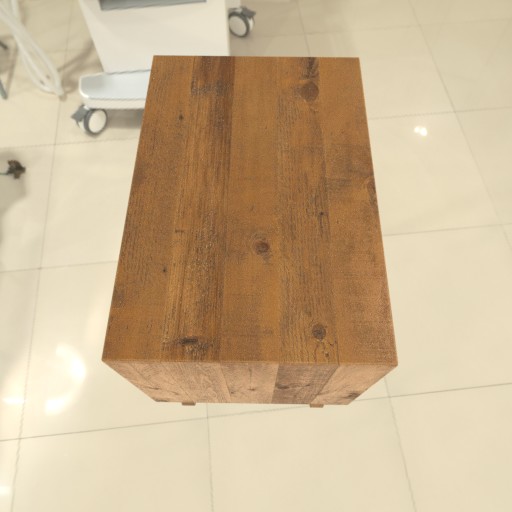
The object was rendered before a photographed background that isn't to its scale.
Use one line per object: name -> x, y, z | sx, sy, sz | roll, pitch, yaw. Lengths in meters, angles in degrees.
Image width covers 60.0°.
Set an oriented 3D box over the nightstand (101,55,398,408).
nightstand -> 0.000, 0.000, 1.063 | 0.450, 0.599, 0.650 | 1, 64, 0
